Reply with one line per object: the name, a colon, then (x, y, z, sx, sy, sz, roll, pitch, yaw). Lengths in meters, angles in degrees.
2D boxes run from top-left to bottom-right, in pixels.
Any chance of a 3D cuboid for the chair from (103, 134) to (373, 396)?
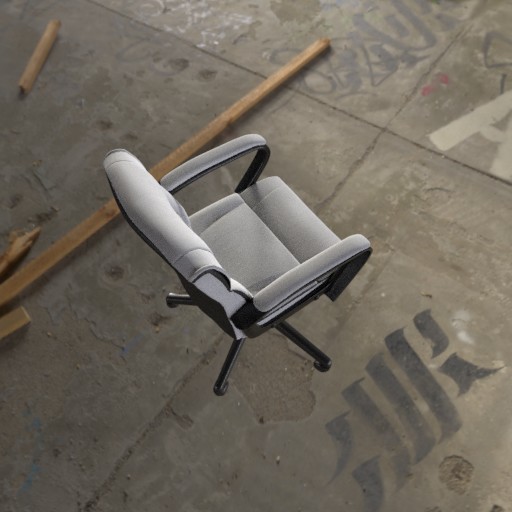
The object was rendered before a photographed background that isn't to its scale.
chair: (0.000, 0.000, 1.515, 0.717, 1.004, 0.739, -31, 63, -18)
